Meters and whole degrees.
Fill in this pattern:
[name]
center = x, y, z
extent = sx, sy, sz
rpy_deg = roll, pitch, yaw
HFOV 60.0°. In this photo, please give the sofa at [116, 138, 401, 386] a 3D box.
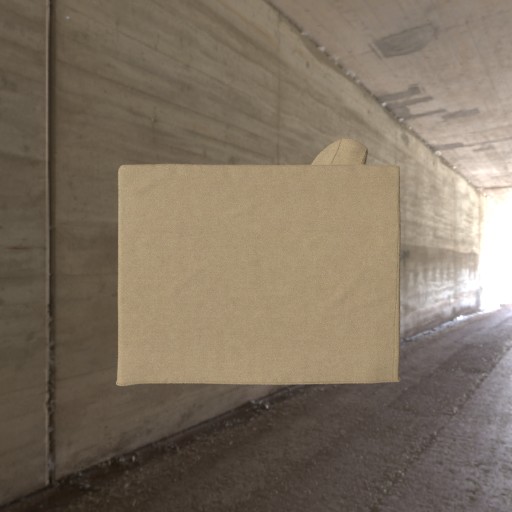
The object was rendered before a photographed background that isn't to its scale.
[sofa]
center = 0.000, 0.000, 2.272
extent = 0.962, 0.835, 1.719
rpy_deg = 0, 0, 0
